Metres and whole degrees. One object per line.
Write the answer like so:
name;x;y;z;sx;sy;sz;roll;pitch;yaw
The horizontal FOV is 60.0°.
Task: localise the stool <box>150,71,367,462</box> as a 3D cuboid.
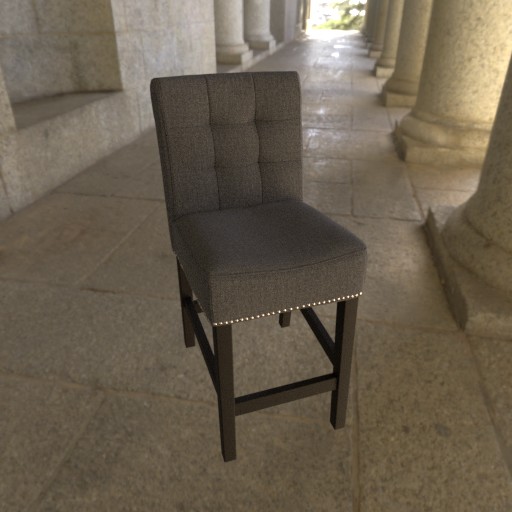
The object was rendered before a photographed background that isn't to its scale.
stool;0.000;0.000;1.231;0.427;0.885;0.571;-9;31;-16
